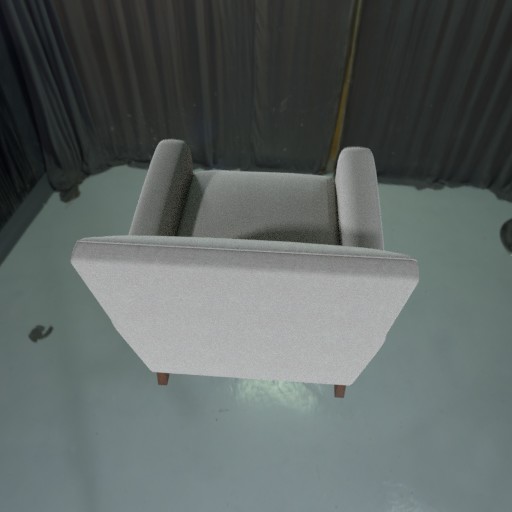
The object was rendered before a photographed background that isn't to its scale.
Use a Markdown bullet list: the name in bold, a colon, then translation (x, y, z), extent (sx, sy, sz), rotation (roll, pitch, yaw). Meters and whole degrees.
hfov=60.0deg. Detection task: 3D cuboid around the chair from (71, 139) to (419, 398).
- **chair**: translation (0.000, 0.000, 1.553), extent (0.840, 0.846, 0.871), rotation (3, 46, 3)
